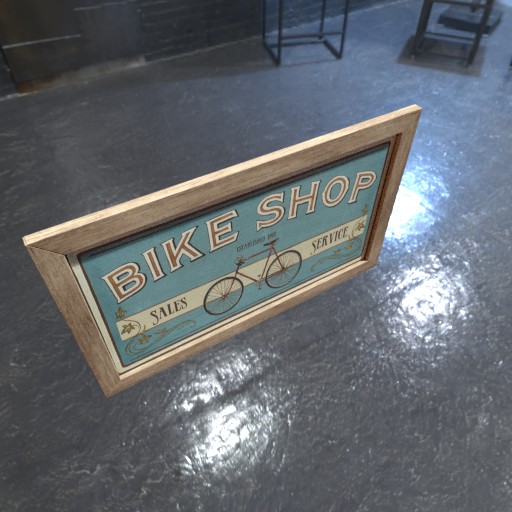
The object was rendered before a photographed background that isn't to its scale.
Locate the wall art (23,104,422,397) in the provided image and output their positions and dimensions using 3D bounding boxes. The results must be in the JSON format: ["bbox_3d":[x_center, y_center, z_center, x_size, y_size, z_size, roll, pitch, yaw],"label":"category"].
[{"bbox_3d":[0.000,0.000,0.950,0.780,0.480,0.021,-23,51,-20],"label":"wall art"}]
